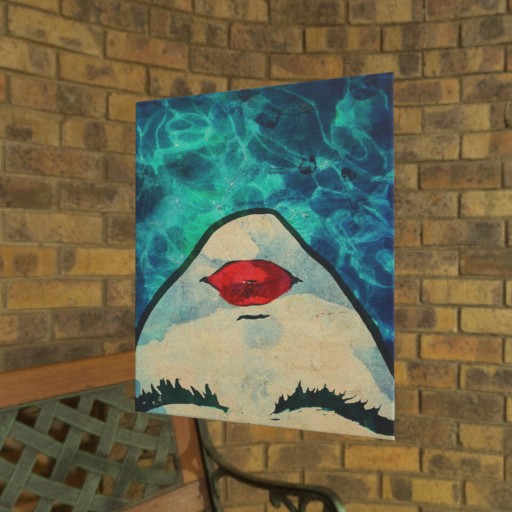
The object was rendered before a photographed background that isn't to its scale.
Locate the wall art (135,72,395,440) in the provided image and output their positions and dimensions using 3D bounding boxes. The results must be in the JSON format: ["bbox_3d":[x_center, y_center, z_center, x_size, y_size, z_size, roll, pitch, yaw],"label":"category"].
[{"bbox_3d":[0.000,0.000,0.854,0.508,0.635,0.038,0,0,17],"label":"wall art"}]
